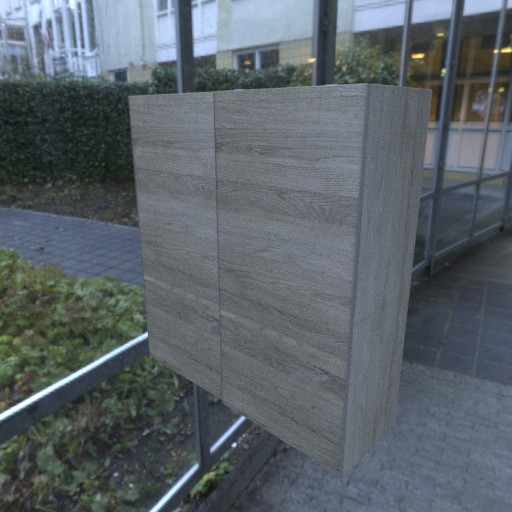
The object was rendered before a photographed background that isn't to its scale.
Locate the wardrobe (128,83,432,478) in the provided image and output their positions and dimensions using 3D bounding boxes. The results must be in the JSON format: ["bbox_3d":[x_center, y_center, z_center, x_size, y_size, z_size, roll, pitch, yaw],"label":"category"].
[{"bbox_3d":[0.000,0.000,2.827,1.780,1.960,0.629,16,23,40],"label":"wardrobe"}]
